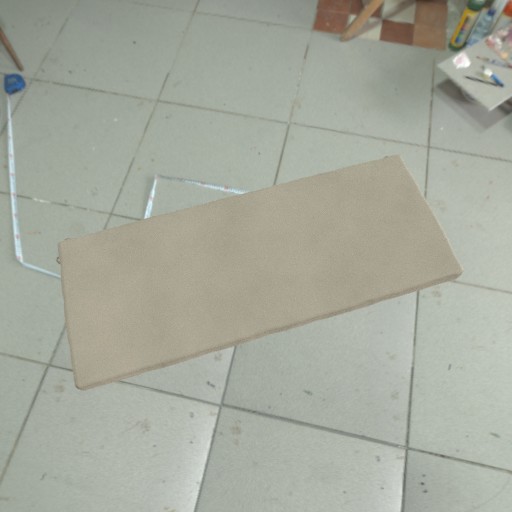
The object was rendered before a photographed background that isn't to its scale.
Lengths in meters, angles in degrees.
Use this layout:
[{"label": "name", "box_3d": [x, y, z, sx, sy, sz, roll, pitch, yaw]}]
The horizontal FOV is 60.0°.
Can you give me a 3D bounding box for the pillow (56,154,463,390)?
[{"label": "pillow", "box_3d": [0.000, 0.000, 1.355, 1.187, 0.081, 0.492, -15, 66, -7]}]
